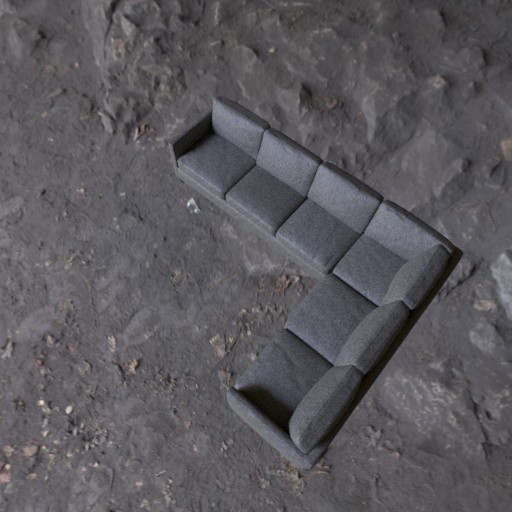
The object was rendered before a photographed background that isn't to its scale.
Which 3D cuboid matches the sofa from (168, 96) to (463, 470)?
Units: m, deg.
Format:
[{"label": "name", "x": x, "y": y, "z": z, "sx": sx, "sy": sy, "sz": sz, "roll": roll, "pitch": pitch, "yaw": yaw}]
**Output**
[{"label": "sofa", "x": 0.000, "y": 0.000, "z": 4.635, "sx": 3.302, "sy": 0.947, "sz": 2.593, "roll": 37, "pitch": 69, "yaw": 17}]
